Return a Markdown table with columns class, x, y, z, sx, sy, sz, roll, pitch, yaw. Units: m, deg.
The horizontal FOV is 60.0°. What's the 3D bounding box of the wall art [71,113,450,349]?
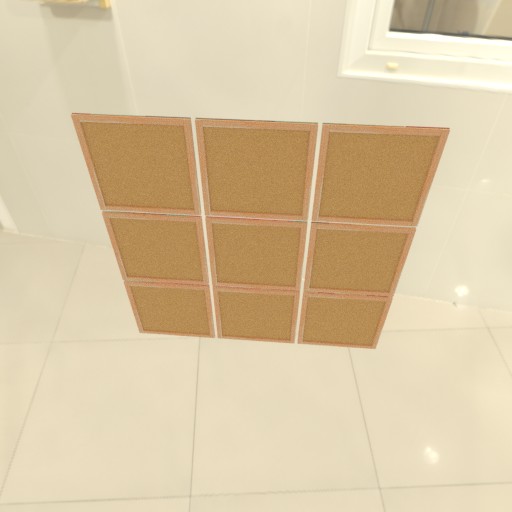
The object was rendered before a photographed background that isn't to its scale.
| class | x | y | z | sx | sy | sz | roll | pitch | yaw |
| --- | --- | --- | --- | --- | --- | --- | --- | --- | --- |
| wall art | 0.000 | 0.000 | 1.850 | 1.216 | 1.220 | 0.013 | 3 | 45 | 3 |
